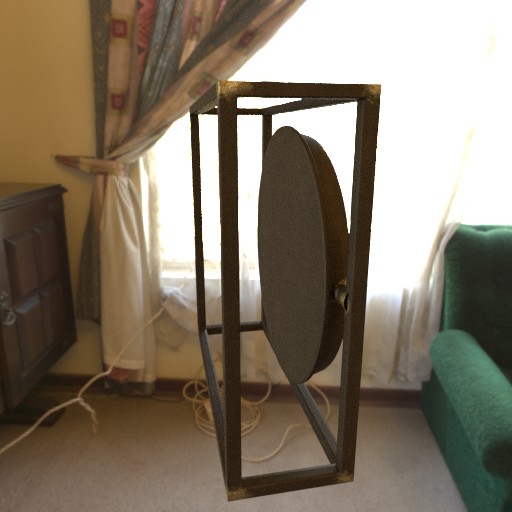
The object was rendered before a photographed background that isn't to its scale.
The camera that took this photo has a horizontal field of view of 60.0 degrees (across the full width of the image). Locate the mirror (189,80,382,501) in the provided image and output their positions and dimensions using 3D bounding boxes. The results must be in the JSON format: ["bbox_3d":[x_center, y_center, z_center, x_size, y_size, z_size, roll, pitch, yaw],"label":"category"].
[{"bbox_3d":[0.000,0.000,0.454,0.107,0.303,0.306,-3,16,-11],"label":"mirror"}]
